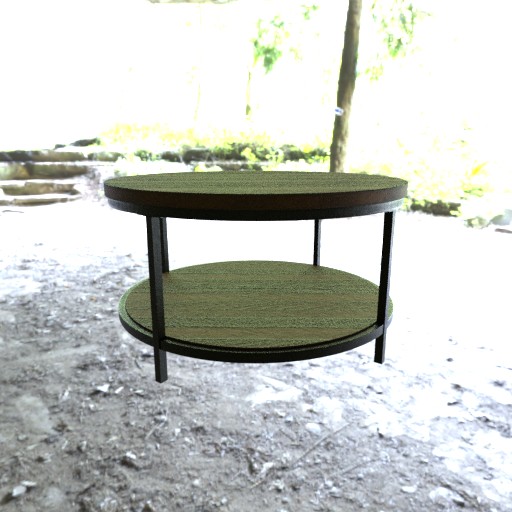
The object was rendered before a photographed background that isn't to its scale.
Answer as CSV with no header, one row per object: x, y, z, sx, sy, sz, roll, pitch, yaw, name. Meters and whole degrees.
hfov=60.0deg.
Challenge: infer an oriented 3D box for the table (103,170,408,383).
0.000,0.000,1.339,0.837,0.462,0.837,0,14,0,table
